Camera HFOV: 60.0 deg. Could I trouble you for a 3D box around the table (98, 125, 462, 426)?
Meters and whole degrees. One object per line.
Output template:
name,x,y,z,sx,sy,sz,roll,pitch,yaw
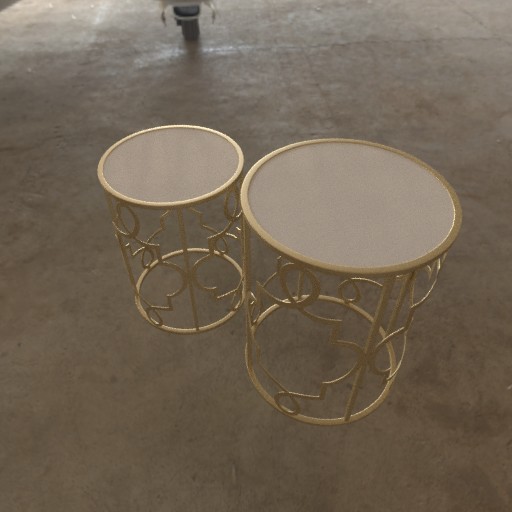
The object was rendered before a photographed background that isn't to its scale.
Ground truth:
table,0.000,0.000,1.142,0.846,0.564,0.420,24,50,22
